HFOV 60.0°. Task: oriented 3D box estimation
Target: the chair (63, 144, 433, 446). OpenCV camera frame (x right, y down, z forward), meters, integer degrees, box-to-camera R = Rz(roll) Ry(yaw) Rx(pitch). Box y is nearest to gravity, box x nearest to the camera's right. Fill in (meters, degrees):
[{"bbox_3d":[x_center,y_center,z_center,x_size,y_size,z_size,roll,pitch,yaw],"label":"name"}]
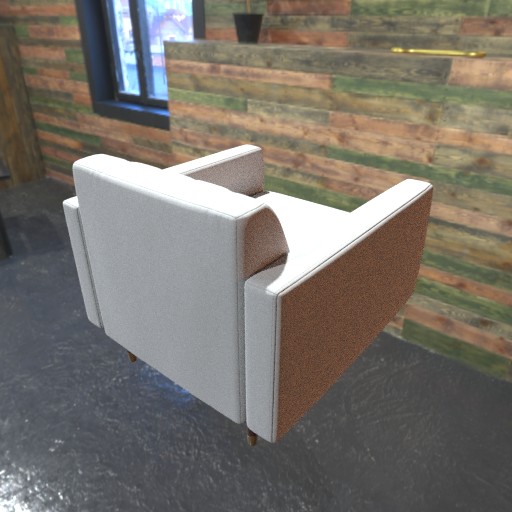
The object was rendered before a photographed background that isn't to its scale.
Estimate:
[{"bbox_3d":[0.000,0.000,1.651,0.953,0.819,0.998,21,35,34],"label":"chair"}]
